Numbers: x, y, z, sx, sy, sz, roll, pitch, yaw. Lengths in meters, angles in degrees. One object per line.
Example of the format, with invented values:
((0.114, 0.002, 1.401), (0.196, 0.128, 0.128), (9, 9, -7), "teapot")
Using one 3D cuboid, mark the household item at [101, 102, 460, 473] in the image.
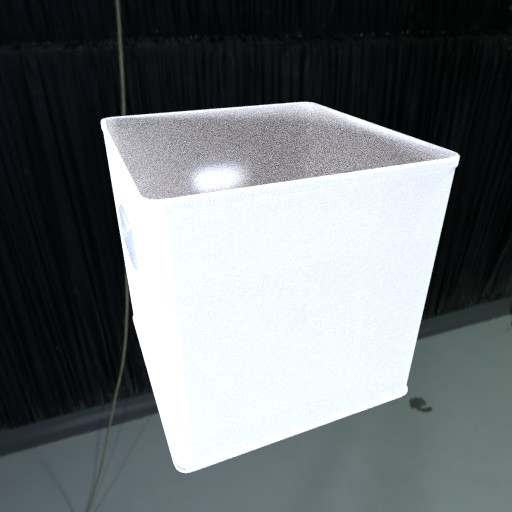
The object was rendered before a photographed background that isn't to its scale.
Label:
((0.000, 0.000, 0.558), (0.305, 0.305, 0.305), (-11, 31, -20), "household item")
